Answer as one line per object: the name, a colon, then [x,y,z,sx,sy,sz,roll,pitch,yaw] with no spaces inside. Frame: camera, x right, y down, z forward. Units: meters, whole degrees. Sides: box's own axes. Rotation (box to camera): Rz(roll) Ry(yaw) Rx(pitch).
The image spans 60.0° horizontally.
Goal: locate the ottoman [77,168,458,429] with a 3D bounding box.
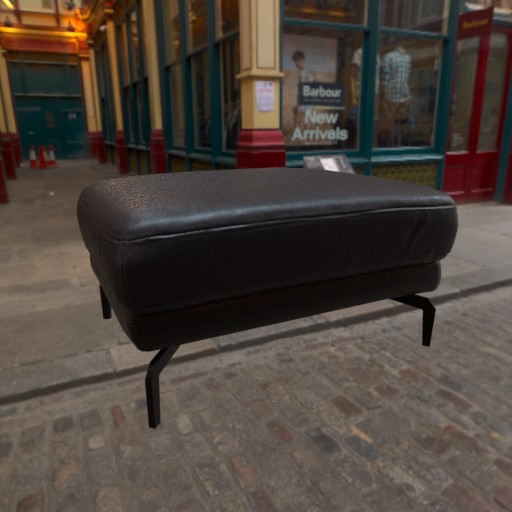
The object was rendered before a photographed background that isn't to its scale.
ottoman: [0.000,0.000,1.085,0.764,0.402,0.570,-8,18,-26]
